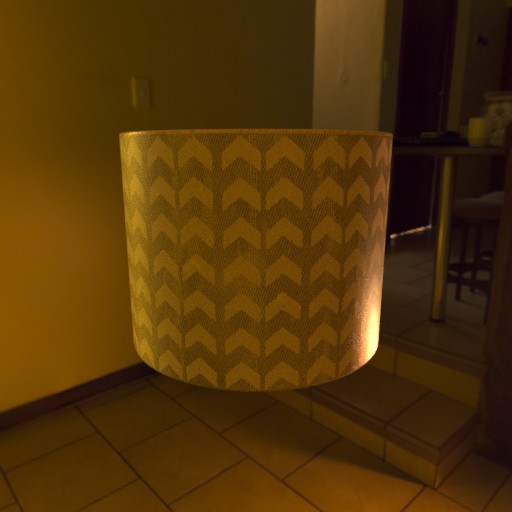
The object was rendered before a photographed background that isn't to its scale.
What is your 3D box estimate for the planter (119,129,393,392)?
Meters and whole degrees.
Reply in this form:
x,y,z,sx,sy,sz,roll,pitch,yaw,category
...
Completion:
x,y,z,sx,sy,sz,roll,pitch,yaw,category
0.000,0.000,0.451,0.250,0.239,0.250,0,14,0,planter
